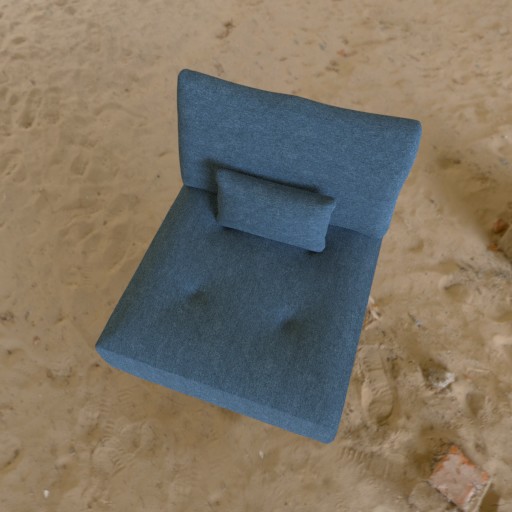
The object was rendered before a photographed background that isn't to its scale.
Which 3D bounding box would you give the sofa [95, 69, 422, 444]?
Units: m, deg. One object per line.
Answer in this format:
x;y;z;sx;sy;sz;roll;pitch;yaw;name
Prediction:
0.000;0.000;1.695;0.930;0.820;1.000;16;60;10;sofa
